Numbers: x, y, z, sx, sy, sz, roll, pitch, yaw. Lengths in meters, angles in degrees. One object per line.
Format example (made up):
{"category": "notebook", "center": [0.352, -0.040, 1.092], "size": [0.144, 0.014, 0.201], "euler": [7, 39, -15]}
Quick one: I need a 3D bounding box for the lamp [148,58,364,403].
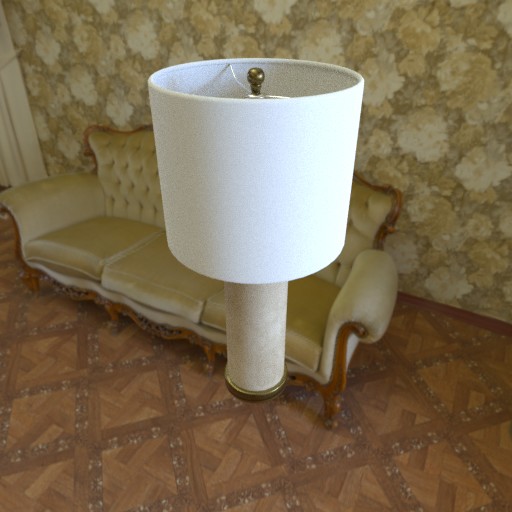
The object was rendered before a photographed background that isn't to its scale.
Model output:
{"category": "lamp", "center": [0.000, 0.000, 0.799], "size": [0.305, 0.634, 0.305], "euler": [-10, 34, -16]}
